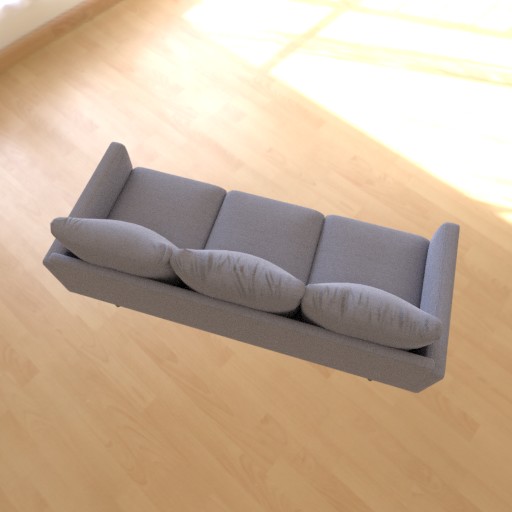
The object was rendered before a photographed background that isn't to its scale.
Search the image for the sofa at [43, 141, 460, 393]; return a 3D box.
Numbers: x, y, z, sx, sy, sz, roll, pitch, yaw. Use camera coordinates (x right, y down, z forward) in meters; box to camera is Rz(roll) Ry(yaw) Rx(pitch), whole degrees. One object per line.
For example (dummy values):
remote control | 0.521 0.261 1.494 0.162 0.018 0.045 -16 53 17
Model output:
sofa | 0.000 0.000 2.406 2.000 0.830 0.850 15 64 8
